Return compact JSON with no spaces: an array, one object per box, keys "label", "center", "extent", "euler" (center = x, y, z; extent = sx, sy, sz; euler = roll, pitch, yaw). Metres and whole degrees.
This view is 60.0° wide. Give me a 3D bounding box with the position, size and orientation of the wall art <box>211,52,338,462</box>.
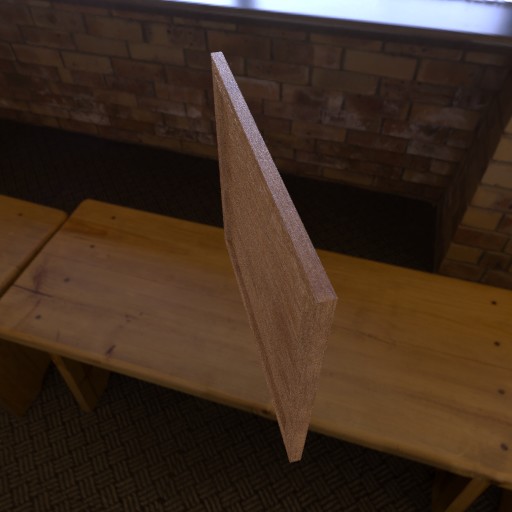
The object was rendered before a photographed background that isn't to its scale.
[{"label":"wall art","center":[0.000,0.000,0.965],"extent":[0.026,0.588,0.690],"euler":[-11,49,-10]}]
